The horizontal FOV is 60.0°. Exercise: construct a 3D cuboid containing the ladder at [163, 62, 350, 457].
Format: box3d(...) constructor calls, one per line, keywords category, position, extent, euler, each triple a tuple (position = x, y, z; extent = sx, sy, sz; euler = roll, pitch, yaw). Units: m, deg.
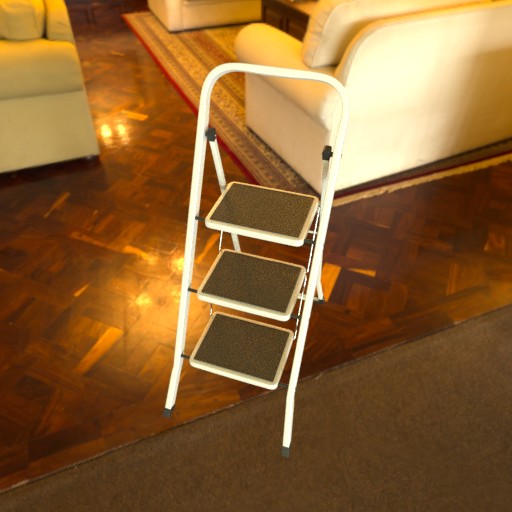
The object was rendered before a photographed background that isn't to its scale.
box3d(category="ladder", position=(0.000, 0.000, 1.404), extent=(0.460, 1.050, 0.711), euler=(13, 44, 13))
